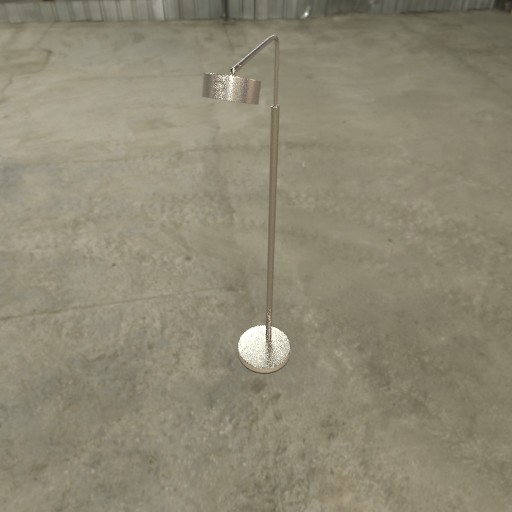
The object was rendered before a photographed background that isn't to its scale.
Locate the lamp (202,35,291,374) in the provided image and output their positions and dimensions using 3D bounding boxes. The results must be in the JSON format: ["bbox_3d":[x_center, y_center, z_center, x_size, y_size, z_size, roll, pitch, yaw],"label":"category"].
[{"bbox_3d":[0.000,0.000,1.403,0.222,1.250,0.421,14,43,15],"label":"lamp"}]
